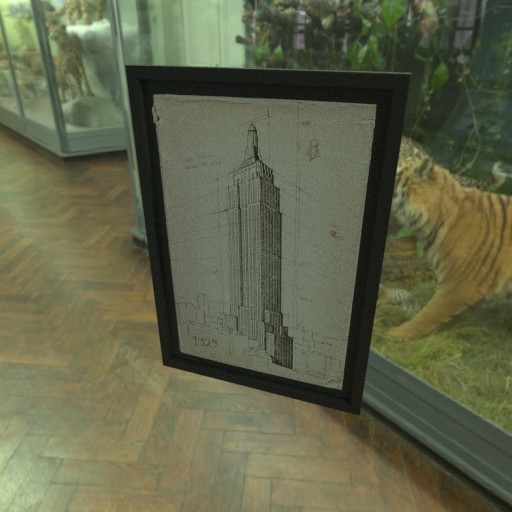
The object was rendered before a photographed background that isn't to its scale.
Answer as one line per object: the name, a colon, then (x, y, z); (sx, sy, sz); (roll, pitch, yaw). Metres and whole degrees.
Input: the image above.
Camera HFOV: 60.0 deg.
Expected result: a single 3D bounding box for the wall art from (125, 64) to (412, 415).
wall art: (0.000, 0.000, 0.552); (0.303, 0.431, 0.013); (9, 29, 17)
